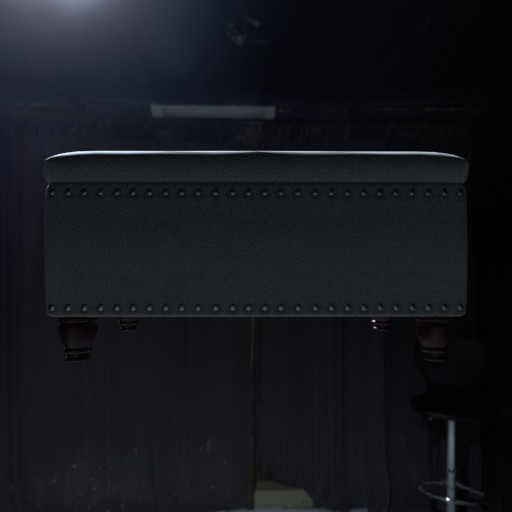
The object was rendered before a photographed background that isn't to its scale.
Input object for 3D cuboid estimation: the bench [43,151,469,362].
[{"bbox_3d":[0.000,0.000,1.160,0.887,0.449,0.500,0,0,0],"label":"bench"}]
